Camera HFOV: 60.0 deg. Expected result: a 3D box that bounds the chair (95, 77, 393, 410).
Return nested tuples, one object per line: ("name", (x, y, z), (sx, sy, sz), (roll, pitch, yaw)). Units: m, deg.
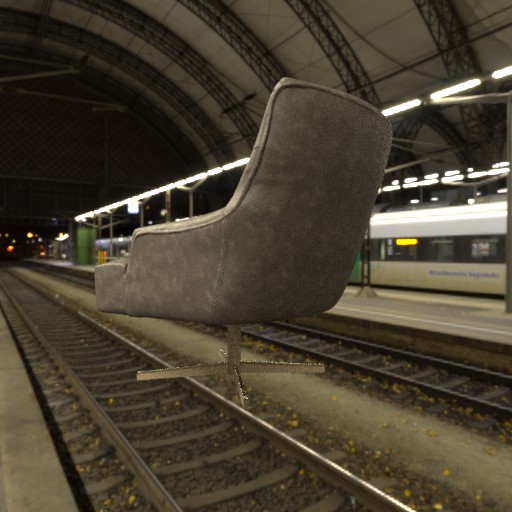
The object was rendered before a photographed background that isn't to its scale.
("chair", (0.000, 0.000, 1.527), (0.874, 0.870, 0.738), (0, 1, 37))
